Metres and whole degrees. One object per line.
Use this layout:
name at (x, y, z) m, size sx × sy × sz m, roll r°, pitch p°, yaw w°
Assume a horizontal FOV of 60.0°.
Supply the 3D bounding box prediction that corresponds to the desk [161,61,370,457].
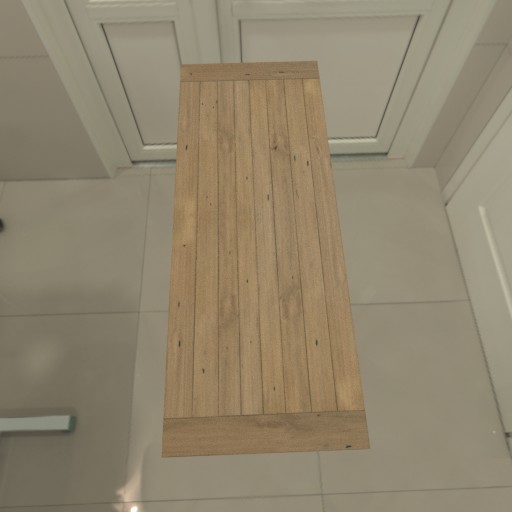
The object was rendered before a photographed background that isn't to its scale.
desk at (0.000, 0.000, 2.192) m, size 0.688 × 0.760 × 1.803 m, roll -2°, pitch 64°, yaw -1°
